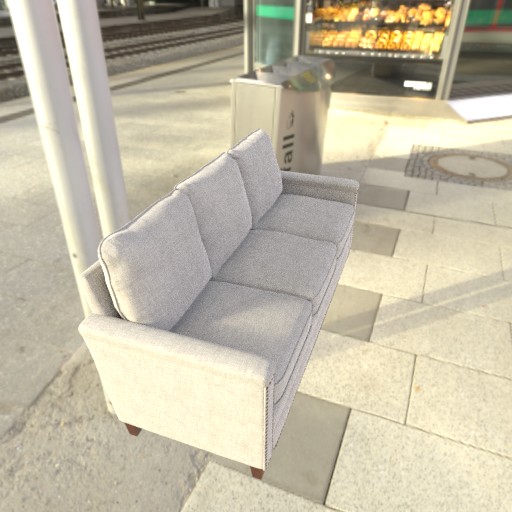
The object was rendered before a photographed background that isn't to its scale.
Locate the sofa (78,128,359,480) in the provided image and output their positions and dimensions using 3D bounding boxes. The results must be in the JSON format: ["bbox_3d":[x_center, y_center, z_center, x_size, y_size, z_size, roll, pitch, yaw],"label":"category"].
[{"bbox_3d":[0.000,0.000,2.429,0.828,0.959,1.925,11,32,17],"label":"sofa"}]
